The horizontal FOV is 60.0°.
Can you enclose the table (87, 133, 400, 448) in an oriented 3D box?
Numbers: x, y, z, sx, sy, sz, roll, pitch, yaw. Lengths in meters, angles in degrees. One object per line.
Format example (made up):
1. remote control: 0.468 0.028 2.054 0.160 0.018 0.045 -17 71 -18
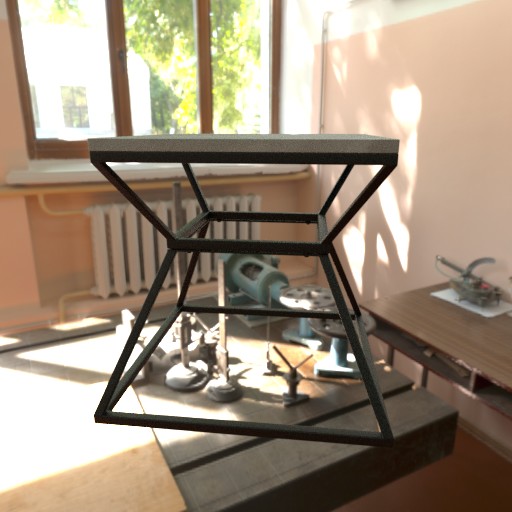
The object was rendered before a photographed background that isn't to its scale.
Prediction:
1. table: 0.000 0.000 0.822 0.455 0.431 0.455 2 16 7
